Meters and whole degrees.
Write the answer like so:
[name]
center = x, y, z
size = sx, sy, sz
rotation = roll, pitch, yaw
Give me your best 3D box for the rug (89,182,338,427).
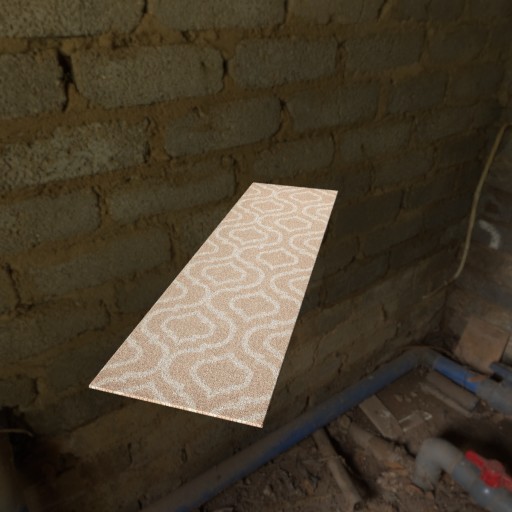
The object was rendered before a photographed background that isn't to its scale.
[rug]
center = 0.000, 0.000, 2.572
size = 0.691, 0.013, 2.289
rotation = 8, 31, 14
